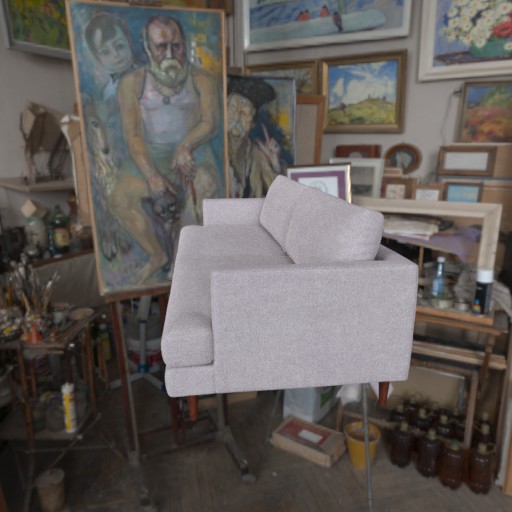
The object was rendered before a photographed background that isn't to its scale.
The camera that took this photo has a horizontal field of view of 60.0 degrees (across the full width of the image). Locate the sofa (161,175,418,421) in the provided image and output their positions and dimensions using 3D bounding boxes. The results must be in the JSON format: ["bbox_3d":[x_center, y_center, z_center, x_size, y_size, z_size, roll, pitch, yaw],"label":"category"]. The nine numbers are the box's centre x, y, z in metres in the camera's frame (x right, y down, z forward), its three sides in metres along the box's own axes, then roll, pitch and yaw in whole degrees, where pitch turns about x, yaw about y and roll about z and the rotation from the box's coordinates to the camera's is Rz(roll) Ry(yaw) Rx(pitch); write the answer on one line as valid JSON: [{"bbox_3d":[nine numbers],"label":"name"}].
[{"bbox_3d":[0.000,0.000,2.801,1.020,0.868,2.250,-2,14,-7],"label":"sofa"}]
